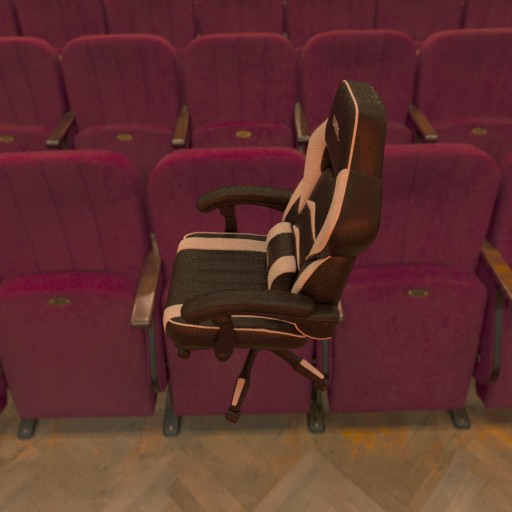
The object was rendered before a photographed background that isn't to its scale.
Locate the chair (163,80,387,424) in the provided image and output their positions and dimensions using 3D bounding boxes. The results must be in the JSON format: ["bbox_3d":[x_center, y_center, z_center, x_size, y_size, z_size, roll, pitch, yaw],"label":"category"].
[{"bbox_3d":[0.000,0.000,1.606,0.700,1.200,0.676,-1,42,-1],"label":"chair"}]
